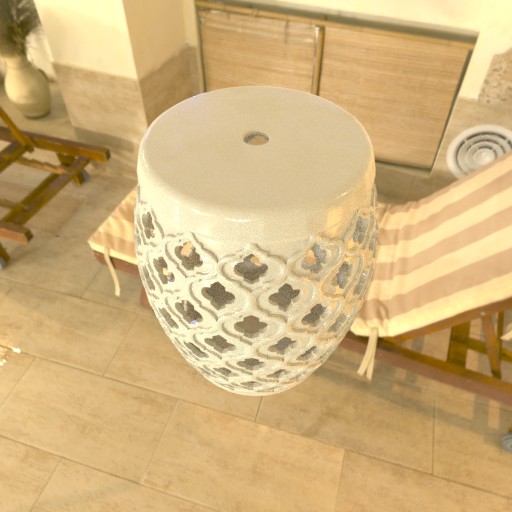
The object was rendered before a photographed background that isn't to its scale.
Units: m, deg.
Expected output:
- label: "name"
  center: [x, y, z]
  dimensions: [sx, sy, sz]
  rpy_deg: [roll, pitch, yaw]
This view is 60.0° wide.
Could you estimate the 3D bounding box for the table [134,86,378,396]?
- label: "table"
  center: [0.000, 0.000, 0.636]
  dimensions: [0.325, 0.388, 0.325]
  rpy_deg: [0, 47, 0]
